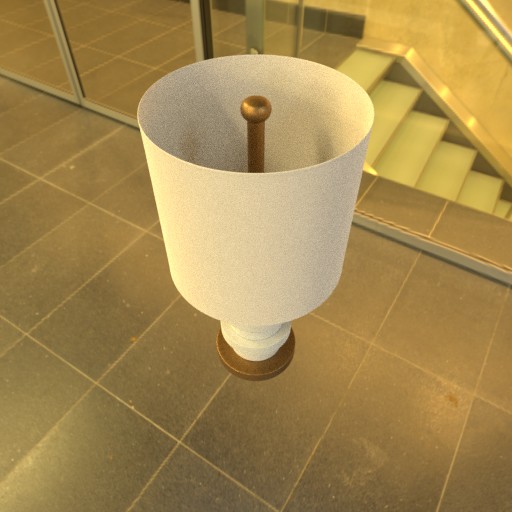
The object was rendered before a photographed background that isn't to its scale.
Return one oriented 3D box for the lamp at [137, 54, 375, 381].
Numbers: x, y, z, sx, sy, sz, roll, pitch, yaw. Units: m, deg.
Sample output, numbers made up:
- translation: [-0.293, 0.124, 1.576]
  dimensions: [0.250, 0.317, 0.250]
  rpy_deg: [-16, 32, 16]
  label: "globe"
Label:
- translation: [0.000, 0.000, 0.544]
  dimensions: [0.210, 0.410, 0.210]
  rpy_deg: [10, 48, 9]
  label: "lamp"
